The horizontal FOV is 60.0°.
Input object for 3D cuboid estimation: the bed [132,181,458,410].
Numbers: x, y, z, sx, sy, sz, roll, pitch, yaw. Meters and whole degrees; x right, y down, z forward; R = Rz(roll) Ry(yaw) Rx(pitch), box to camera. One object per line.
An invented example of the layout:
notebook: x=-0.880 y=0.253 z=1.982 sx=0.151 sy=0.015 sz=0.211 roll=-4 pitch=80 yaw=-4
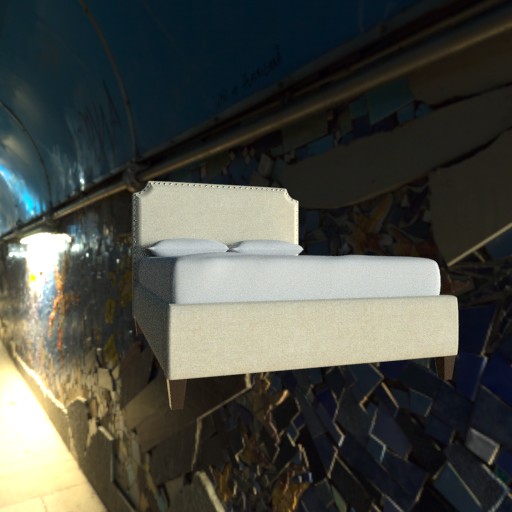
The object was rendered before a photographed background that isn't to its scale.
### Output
bed: x=0.000 y=0.000 z=3.422 sx=1.713 sy=1.457 sz=2.381 roll=0 pitch=0 yaw=-19
